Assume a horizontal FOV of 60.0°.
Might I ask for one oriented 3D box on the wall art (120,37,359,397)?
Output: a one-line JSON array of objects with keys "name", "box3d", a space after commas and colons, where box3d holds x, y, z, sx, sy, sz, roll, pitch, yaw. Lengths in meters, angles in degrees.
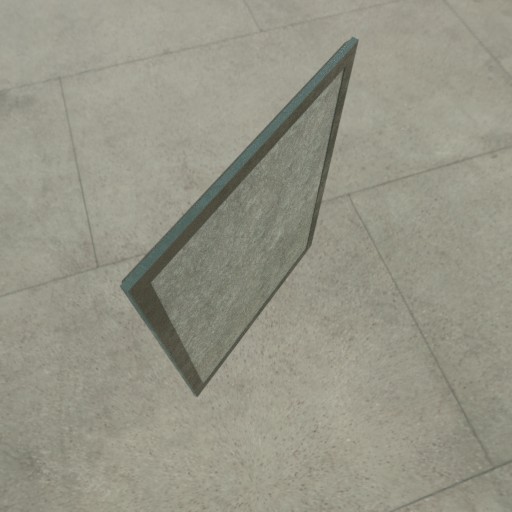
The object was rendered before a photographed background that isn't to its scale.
[{"name": "wall art", "box3d": [0.000, 0.000, 1.311, 0.030, 0.983, 0.767, 32, 67, 16]}]
